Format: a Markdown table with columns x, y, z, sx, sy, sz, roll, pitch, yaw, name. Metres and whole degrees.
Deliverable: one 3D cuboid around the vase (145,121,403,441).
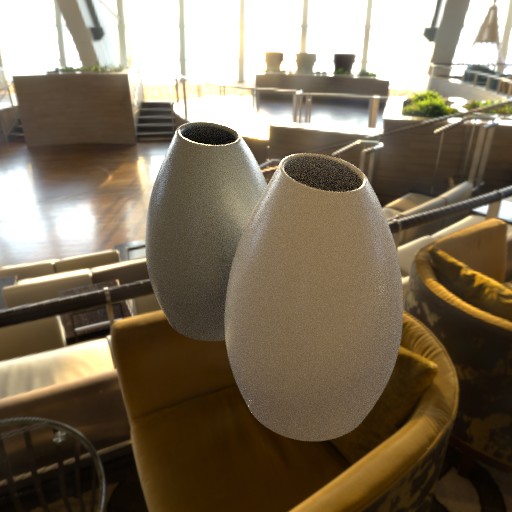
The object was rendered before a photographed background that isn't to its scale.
| x | y | z | sx | sy | sz | roll | pitch | yaw | name |
| --- | --- | --- | --- | --- | --- | --- | --- | --- | --- |
| 0.000 | 0.000 | 0.256 | 0.089 | 0.131 | 0.187 | -18 | 32 | -31 | vase |
